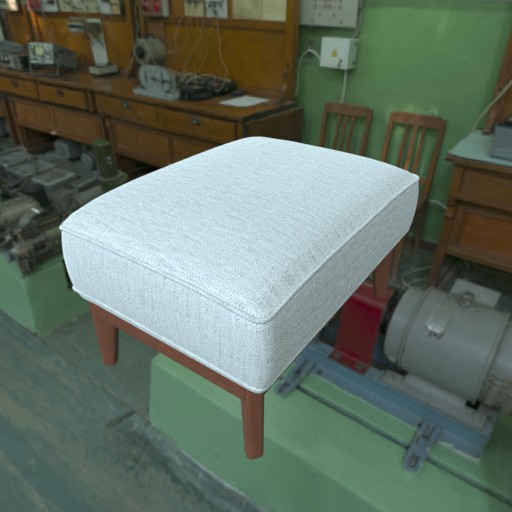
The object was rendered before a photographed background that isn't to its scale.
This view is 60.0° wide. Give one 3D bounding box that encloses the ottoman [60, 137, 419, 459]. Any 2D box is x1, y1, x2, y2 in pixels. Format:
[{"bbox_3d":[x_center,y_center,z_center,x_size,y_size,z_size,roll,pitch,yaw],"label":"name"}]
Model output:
[{"bbox_3d":[0.000,0.000,1.184,0.594,0.465,0.794,20,37,30],"label":"ottoman"}]
